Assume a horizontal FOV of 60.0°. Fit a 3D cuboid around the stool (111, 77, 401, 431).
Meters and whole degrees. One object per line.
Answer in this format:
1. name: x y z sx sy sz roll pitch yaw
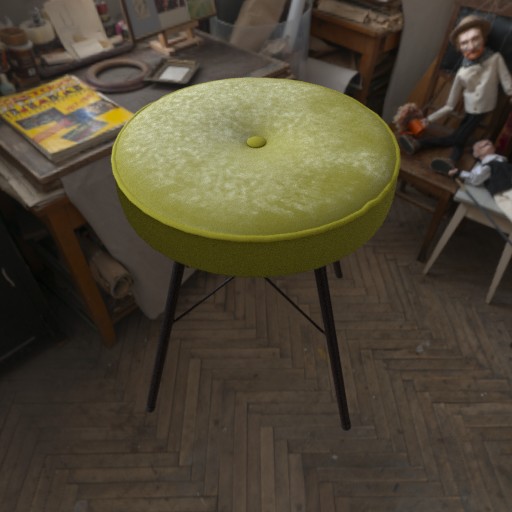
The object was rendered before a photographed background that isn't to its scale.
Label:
1. stool: 0.000 0.000 0.808 0.409 0.508 0.409 4 47 4
